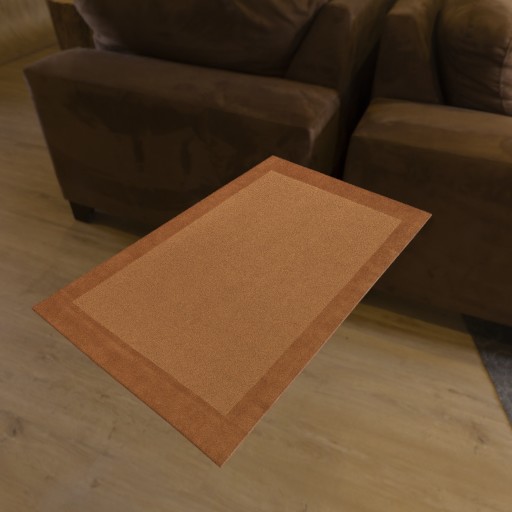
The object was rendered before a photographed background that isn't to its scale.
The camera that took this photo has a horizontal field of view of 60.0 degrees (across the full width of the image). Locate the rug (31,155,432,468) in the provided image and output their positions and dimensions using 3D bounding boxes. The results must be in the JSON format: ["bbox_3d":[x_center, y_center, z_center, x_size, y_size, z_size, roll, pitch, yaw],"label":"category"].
[{"bbox_3d":[0.000,0.000,3.029,1.524,0.014,2.438,27,47,28],"label":"rug"}]
